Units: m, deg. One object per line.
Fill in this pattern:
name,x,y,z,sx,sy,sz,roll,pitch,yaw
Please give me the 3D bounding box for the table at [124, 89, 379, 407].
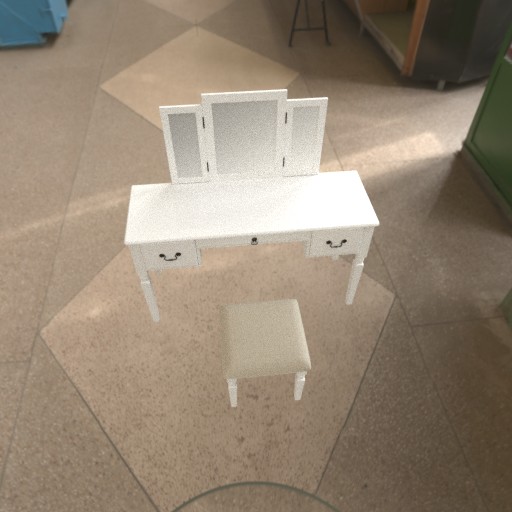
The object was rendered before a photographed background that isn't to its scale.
table,0.000,0.000,2.378,1.369,1.310,1.115,-5,47,-4
